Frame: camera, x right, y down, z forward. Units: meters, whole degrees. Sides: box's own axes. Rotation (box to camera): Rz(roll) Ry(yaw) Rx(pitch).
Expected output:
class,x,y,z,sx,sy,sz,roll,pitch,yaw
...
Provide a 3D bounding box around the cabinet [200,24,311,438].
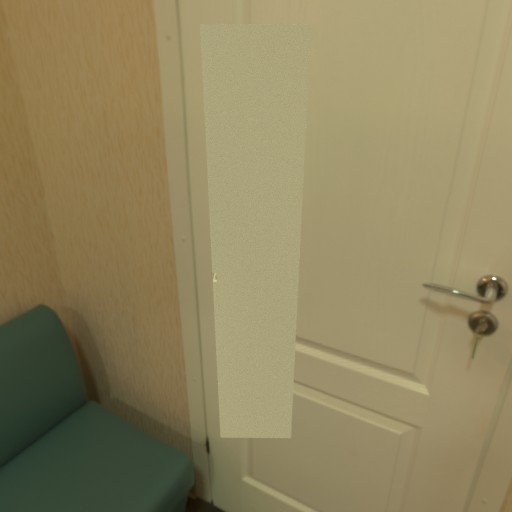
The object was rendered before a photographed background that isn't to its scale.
class,x,y,z,sx,sy,sz,roll,pitch,yaw
cabinet,0.000,0.000,1.518,0.269,1.400,0.300,0,26,0
